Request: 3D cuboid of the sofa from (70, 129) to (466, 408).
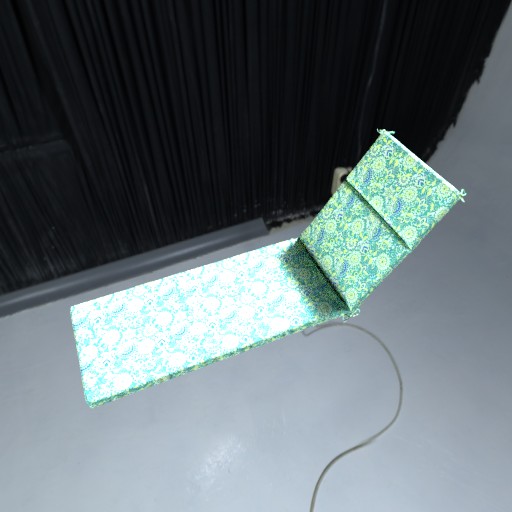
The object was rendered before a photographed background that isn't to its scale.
[{"bbox_3d":[0.000,0.000,1.938,1.663,0.622,0.582,-17,48,-16],"label":"sofa"}]
